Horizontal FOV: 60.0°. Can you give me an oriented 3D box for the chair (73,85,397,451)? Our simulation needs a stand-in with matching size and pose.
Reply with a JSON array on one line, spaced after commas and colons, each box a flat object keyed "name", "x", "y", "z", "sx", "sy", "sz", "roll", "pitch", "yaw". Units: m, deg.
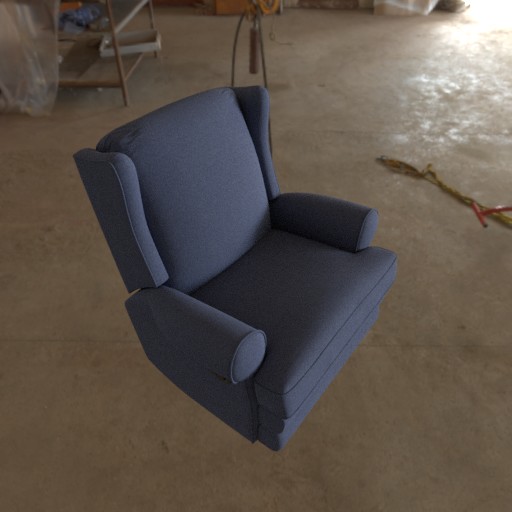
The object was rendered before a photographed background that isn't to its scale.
[{"name": "chair", "x": 0.000, "y": 0.000, "z": 1.696, "sx": 0.877, "sy": 1.020, "sz": 0.971, "roll": 26, "pitch": 47, "yaw": 27}]
